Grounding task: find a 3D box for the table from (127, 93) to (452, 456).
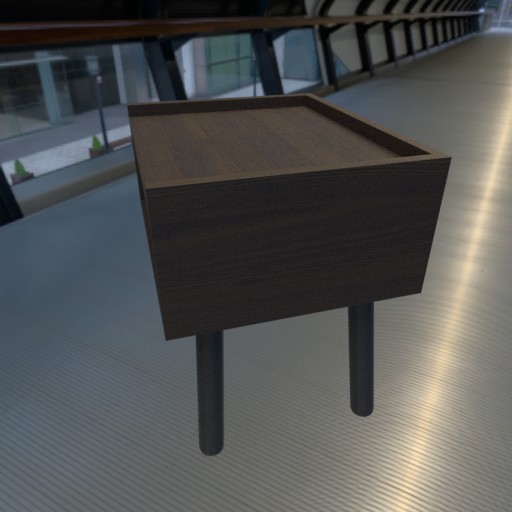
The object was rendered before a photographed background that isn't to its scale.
[{"bbox_3d":[0.000,0.000,0.804,0.370,0.470,0.450,-8,31,-14],"label":"table"}]
